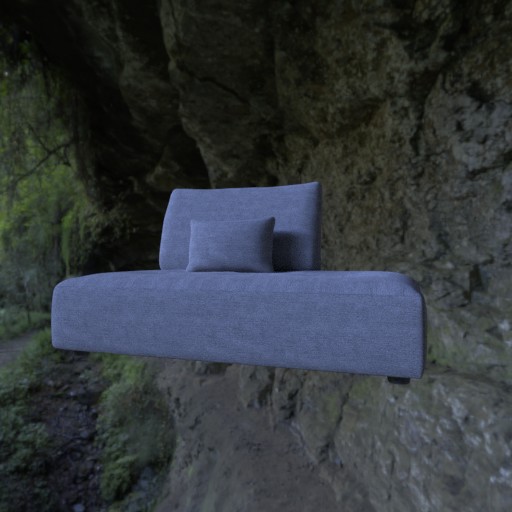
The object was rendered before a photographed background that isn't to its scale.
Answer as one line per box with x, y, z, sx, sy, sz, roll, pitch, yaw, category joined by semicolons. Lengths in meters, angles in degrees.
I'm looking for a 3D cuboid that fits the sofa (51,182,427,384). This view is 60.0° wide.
0.000;0.000;2.040;1.450;0.820;1.002;0;0;19;sofa
